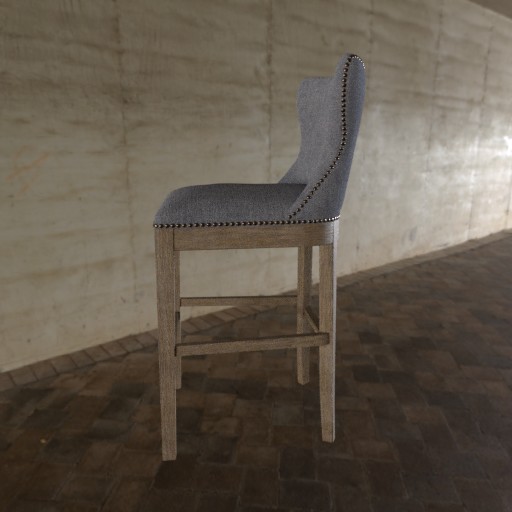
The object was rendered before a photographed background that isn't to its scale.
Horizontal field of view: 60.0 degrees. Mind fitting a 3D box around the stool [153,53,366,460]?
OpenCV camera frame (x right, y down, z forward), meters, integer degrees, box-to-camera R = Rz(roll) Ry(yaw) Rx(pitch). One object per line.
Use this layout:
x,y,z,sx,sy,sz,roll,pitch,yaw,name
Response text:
0.000,0.000,1.407,0.606,1.123,0.494,-2,14,-7,stool
